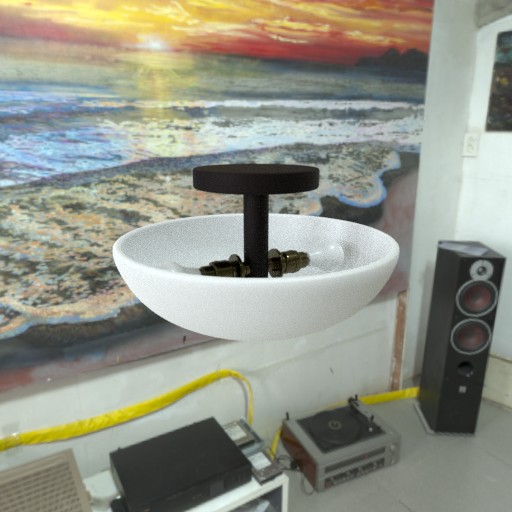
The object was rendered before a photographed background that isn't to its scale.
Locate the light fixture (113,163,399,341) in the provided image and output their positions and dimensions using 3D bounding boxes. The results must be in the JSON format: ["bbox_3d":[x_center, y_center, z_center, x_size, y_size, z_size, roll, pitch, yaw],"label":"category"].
[{"bbox_3d":[0.000,0.000,0.541,0.331,0.212,0.331,0,15,0],"label":"light fixture"}]
